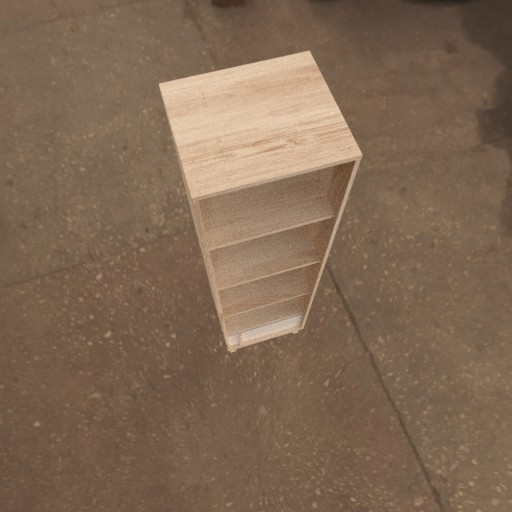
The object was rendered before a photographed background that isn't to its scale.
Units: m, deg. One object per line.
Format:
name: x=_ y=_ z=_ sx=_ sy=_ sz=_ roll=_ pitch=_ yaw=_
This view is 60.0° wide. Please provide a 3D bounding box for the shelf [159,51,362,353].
shelf: x=0.000 y=0.000 z=2.233 sx=0.510 sy=1.960 sz=0.450 roll=-15 pitch=66 yaw=-7
